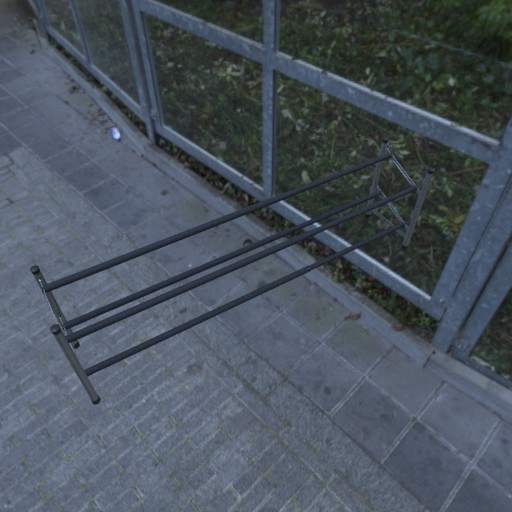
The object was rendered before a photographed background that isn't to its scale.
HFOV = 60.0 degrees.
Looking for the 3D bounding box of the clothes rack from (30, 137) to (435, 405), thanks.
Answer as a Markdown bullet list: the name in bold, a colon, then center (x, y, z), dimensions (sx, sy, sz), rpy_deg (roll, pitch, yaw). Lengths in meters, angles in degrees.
- **clothes rack**: center (0.000, 0.000, 1.354), dimensions (1.168, 0.349, 0.229), rpy_deg (-23, 51, -21)
